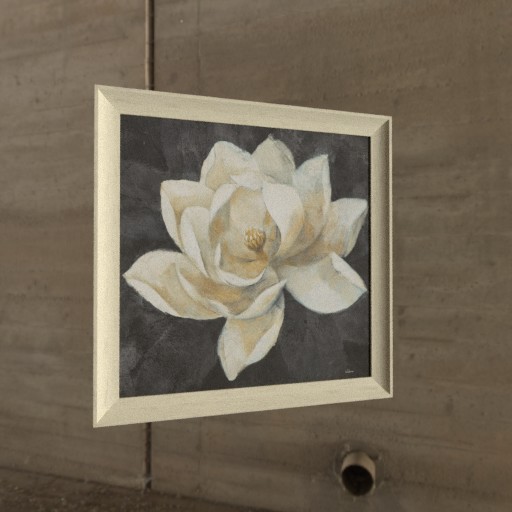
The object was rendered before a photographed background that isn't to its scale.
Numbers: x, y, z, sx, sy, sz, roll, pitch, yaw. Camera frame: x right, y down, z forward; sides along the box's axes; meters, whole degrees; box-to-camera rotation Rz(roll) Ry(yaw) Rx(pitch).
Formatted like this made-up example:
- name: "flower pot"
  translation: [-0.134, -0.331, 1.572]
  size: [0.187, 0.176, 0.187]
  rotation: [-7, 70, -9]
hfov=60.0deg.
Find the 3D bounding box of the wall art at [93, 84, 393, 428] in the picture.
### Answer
- name: "wall art"
  translation: [0.000, 0.000, 1.479]
  size: [1.016, 1.016, 0.045]
  rotation: [0, -1, -17]
